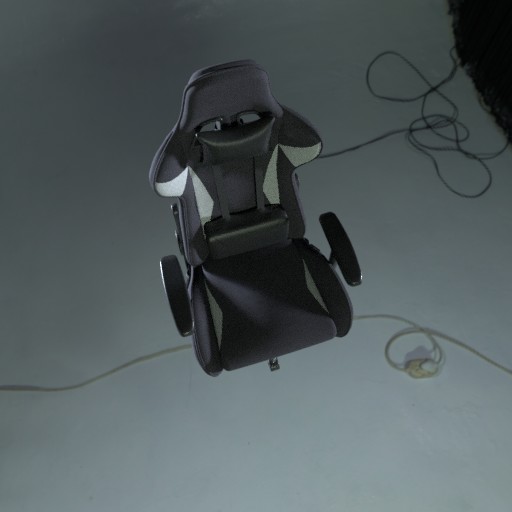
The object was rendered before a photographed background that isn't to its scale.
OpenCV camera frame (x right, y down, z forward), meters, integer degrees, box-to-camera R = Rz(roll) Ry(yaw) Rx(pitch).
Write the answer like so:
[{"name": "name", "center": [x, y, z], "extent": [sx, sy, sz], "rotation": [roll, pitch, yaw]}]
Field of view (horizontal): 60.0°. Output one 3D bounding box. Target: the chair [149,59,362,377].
[{"name": "chair", "center": [0.000, 0.000, 1.717], "extent": [0.730, 1.300, 0.695], "rotation": [-16, 64, -8]}]
